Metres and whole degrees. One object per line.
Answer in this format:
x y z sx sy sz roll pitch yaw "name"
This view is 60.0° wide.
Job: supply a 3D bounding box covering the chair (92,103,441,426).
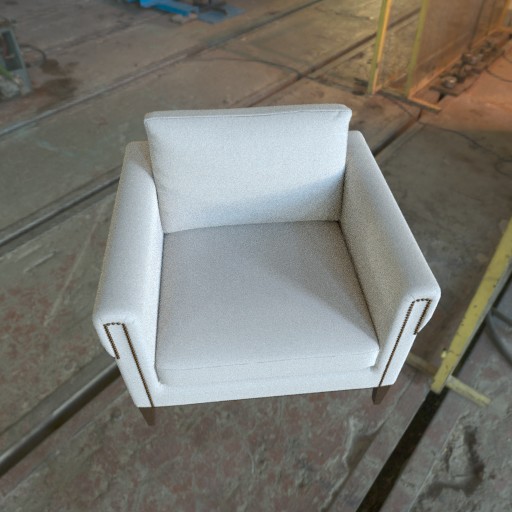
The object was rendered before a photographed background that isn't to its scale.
0.000 0.000 1.659 0.982 0.915 0.896 -4 46 -4 "chair"
